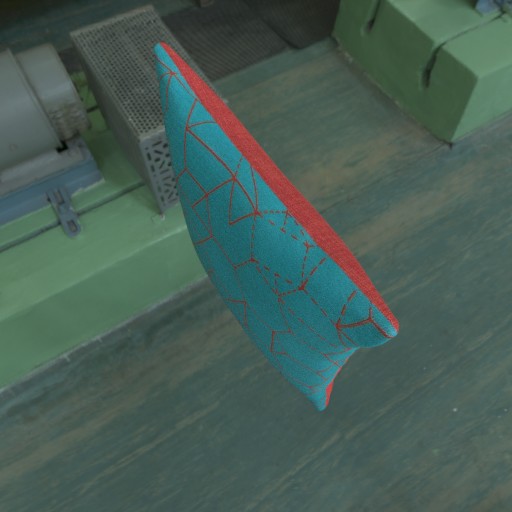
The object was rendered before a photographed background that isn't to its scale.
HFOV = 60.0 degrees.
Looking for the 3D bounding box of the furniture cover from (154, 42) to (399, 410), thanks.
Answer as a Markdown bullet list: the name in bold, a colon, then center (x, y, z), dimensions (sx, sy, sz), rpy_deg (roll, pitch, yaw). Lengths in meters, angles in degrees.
- **furniture cover**: center (0.000, 0.000, 0.762), dimensions (0.158, 0.508, 0.517), rpy_deg (-30, 67, -15)
